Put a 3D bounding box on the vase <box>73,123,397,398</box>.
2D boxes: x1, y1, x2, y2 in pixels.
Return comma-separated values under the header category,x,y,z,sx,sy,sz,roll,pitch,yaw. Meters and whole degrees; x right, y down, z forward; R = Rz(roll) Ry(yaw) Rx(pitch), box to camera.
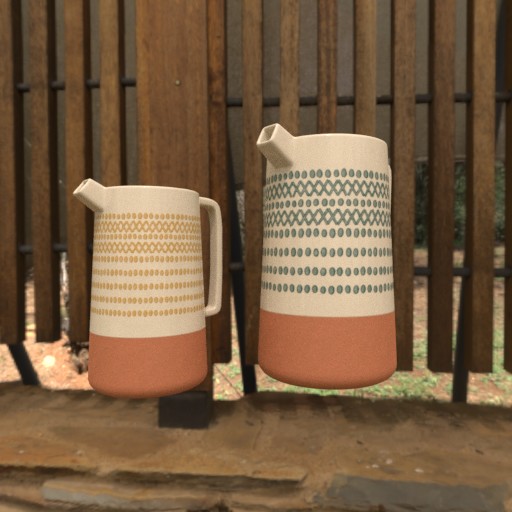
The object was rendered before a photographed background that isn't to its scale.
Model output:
category,x,y,z,sx,sy,sz,roll,pitch,yaw
vase,0.000,0.000,0.462,0.326,0.247,0.168,0,1,0
